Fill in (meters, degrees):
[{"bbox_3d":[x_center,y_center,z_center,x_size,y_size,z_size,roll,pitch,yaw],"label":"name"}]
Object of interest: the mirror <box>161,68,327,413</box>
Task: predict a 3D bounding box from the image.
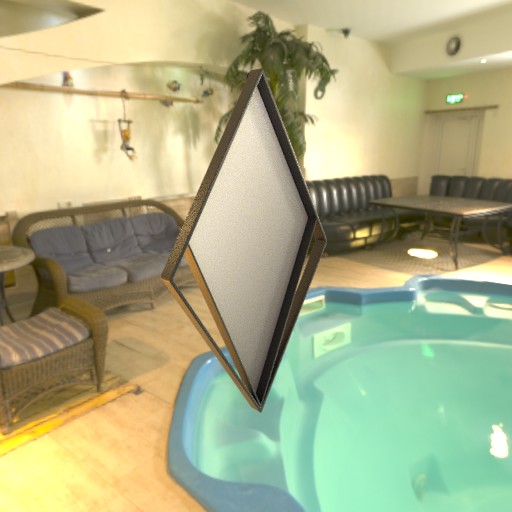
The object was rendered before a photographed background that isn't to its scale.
[{"bbox_3d":[0.000,0.000,0.865,0.419,0.679,0.032,-14,20,-43],"label":"mirror"}]
